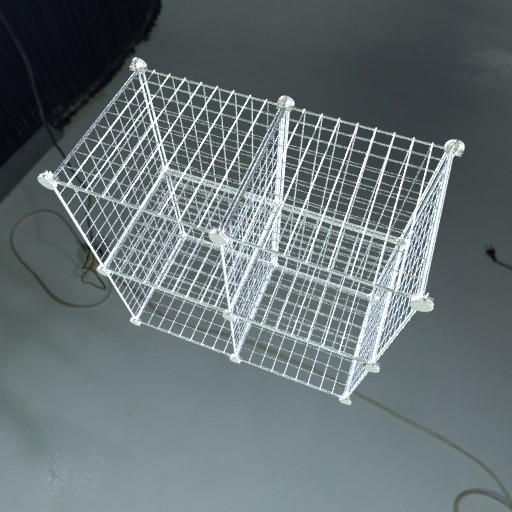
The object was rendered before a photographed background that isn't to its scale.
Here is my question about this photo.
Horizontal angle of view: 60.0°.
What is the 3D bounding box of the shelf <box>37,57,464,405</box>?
[{"bbox_3d":[0.000,0.000,1.117,0.711,0.711,0.356,18,61,10],"label":"shelf"}]
